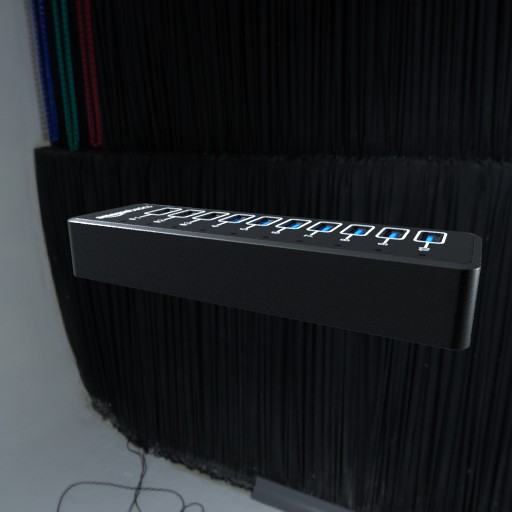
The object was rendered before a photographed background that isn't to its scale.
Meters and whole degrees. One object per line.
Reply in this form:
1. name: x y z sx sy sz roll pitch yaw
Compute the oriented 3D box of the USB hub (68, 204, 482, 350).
1. USB hub: 0.000 0.000 0.161 0.145 0.023 0.044 8 17 25
